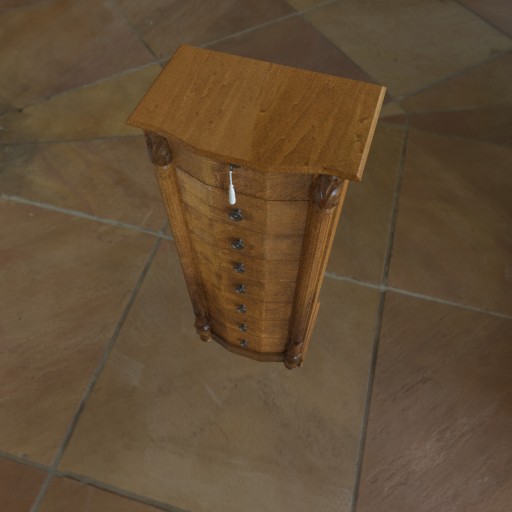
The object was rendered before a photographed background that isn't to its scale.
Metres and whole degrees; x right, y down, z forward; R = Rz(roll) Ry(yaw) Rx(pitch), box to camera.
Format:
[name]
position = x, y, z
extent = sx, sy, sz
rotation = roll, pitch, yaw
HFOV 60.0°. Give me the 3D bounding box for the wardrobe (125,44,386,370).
[wardrobe]
position = 0.000, 0.000, 1.171
extent = 0.406, 0.959, 0.273
rotation = 16, 60, 10
